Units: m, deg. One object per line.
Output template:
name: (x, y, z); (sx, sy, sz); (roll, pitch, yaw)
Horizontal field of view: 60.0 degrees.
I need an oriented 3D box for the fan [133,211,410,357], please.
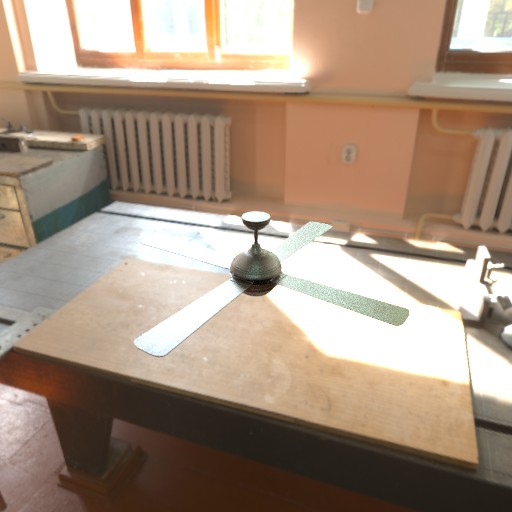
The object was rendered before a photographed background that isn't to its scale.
fan: (0.000, 0.000, 1.994); (1.321, 0.381, 1.321); (-18, 32, -32)
